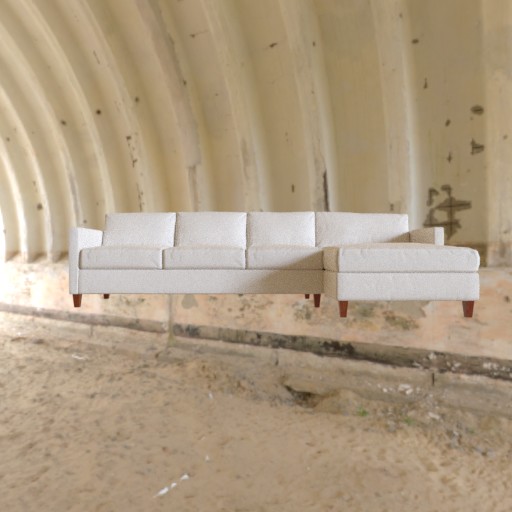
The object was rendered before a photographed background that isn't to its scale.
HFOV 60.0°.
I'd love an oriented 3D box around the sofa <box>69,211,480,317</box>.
[{"bbox_3d":[0.000,0.000,4.198,3.471,0.954,1.606,0,0,0],"label":"sofa"}]
